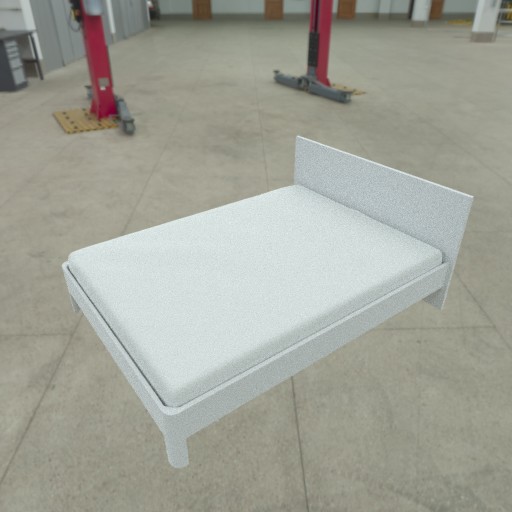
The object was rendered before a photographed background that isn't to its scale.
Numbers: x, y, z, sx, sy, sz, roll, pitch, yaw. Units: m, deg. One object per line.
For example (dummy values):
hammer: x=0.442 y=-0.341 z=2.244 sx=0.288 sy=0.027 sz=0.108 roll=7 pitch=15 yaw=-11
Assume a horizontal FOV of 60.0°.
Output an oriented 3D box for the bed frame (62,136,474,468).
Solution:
bed frame: x=0.000 y=0.000 z=2.716 sx=1.950 sy=0.800 sz=1.490 roll=-21 pitch=37 yaw=-31
